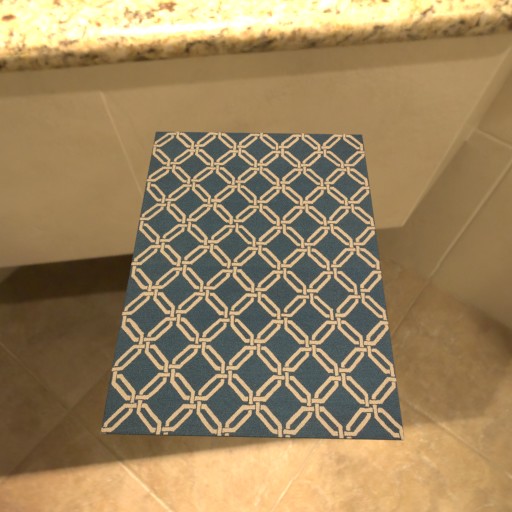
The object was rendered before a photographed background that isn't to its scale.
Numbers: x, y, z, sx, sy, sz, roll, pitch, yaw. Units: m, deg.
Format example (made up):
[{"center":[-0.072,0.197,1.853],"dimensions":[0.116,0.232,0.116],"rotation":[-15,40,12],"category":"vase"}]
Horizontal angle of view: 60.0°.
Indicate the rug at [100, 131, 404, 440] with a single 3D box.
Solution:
[{"center":[0.000,0.000,4.373],"dimensions":[2.432,0.018,3.342],"rotation":[1,60,1],"category":"rug"}]
